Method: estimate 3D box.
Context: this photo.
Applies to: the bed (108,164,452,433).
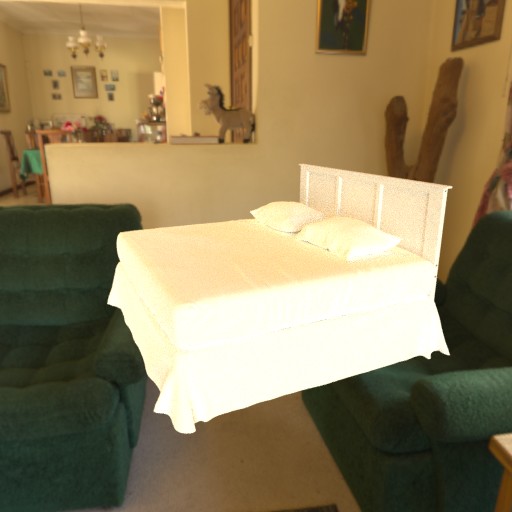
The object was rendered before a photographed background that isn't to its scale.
[{"bbox_3d":[0.000,0.000,3.704,2.215,1.273,2.317,-8,18,-25],"label":"bed"}]
